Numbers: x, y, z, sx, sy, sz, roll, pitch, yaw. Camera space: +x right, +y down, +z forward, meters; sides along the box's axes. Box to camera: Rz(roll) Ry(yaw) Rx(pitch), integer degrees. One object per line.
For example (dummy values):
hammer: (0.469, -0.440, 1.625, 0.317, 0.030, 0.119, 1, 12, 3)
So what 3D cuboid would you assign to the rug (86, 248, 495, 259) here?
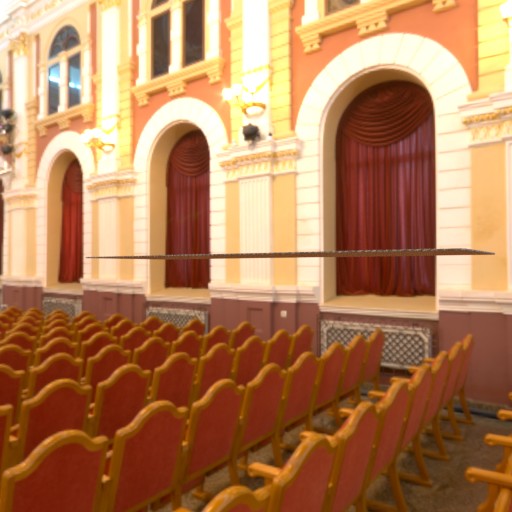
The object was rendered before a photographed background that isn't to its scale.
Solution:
rug: (0.000, 0.000, 2.476, 2.286, 0.008, 0.686, -1, -2, 37)
